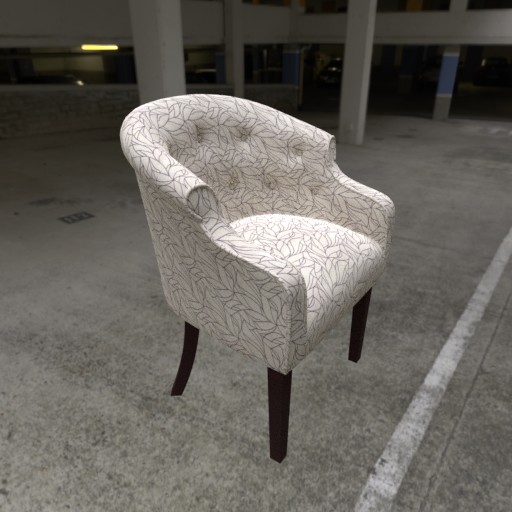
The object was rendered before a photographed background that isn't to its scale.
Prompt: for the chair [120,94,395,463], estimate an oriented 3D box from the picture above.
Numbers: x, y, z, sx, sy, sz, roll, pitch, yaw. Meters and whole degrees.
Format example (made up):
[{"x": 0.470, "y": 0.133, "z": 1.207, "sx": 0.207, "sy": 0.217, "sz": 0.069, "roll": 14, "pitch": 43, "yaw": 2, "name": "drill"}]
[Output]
[{"x": 0.000, "y": 0.000, "z": 1.300, "sx": 0.613, "sy": 0.858, "sz": 0.686, "roll": 17, "pitch": 31, "yaw": 31, "name": "chair"}]
